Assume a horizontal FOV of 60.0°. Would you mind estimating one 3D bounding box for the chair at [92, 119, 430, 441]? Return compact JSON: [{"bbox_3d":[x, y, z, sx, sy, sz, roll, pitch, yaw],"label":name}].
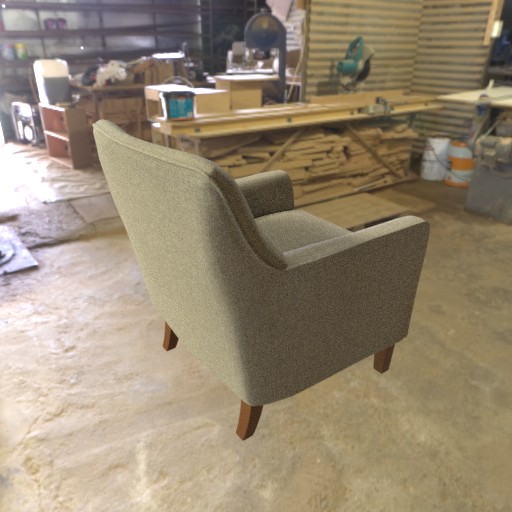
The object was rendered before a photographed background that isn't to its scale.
[{"bbox_3d":[0.000,0.000,1.770,0.993,1.047,0.887,-17,31,-32],"label":"chair"}]
